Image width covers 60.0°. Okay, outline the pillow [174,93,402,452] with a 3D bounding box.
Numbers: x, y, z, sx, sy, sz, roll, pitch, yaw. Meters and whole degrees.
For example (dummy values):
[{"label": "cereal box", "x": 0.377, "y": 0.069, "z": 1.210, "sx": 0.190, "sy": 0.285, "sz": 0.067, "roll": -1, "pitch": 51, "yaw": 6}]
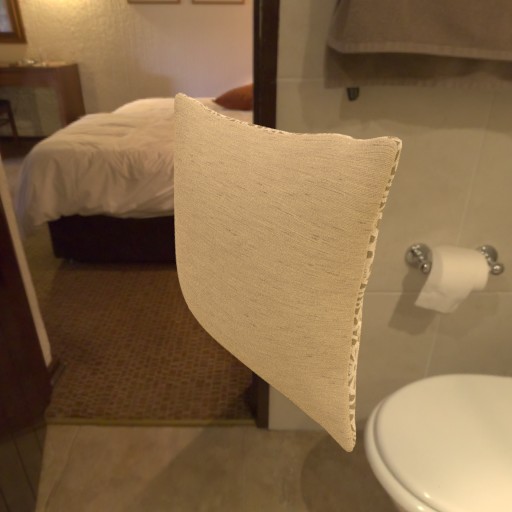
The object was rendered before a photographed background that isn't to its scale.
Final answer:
[{"label": "pillow", "x": 0.000, "y": 0.000, "z": 0.655, "sx": 0.167, "sy": 0.421, "sz": 0.438, "roll": -19, "pitch": 33, "yaw": -32}]
